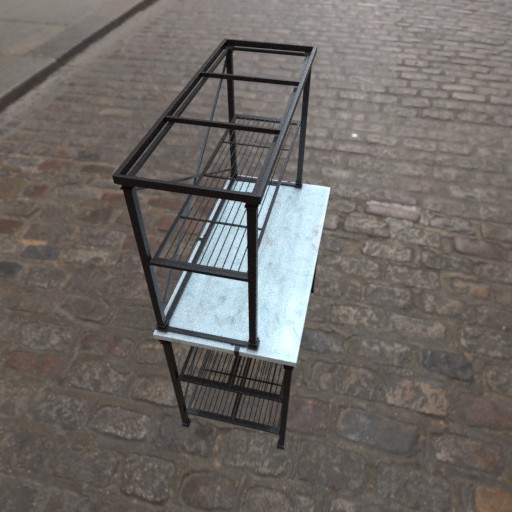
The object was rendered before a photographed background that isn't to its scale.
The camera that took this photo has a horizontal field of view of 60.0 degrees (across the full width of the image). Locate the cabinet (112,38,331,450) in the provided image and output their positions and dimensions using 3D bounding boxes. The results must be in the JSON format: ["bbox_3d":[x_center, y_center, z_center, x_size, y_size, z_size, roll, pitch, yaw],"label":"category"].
[{"bbox_3d":[0.000,0.000,2.246,0.610,1.659,1.210,9,45,9],"label":"cabinet"}]
